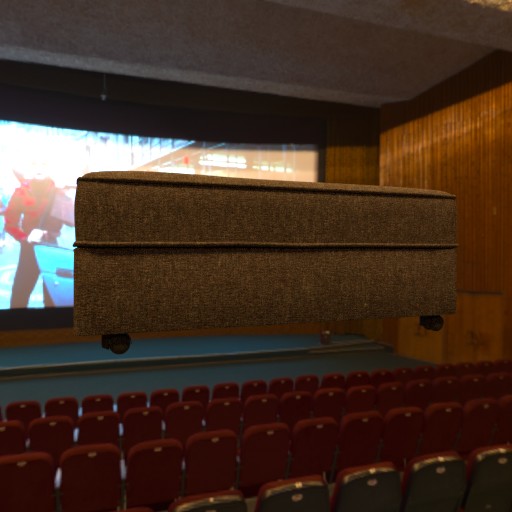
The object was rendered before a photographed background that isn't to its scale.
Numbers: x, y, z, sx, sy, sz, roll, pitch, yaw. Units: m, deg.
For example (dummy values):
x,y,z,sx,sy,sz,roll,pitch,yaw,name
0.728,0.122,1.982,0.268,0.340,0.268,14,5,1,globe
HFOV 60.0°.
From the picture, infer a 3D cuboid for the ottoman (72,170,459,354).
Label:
x,y,z,sx,sy,sz,roll,pitch,yaw,name
0.000,0.000,1.574,1.184,0.487,0.717,0,1,-19,ottoman
